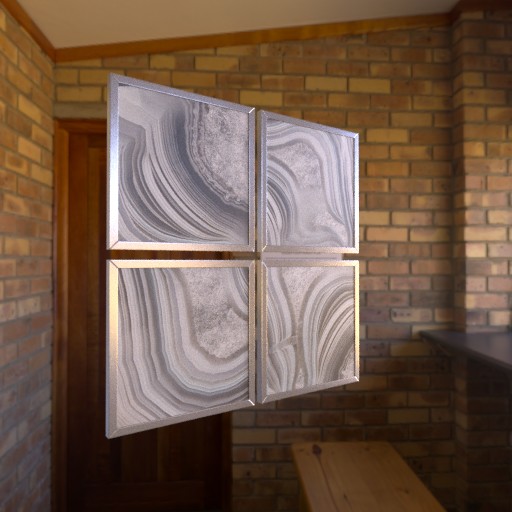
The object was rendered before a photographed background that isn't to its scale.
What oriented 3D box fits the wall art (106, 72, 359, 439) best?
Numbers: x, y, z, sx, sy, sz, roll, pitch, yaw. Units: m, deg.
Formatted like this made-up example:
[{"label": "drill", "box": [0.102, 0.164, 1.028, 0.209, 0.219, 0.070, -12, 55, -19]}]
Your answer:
[{"label": "wall art", "box": [0.000, 0.000, 1.688, 1.118, 1.118, 0.029, 1, -1, -35]}]
